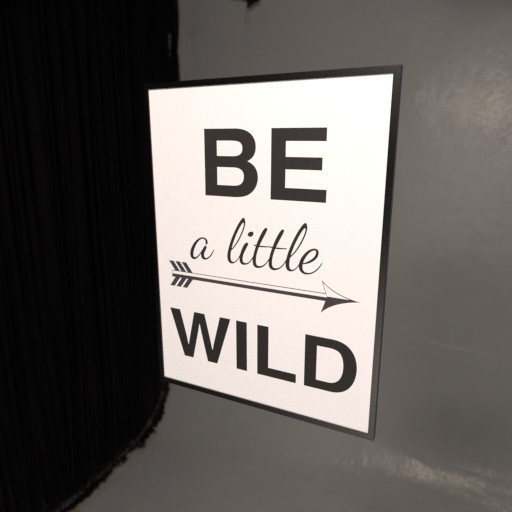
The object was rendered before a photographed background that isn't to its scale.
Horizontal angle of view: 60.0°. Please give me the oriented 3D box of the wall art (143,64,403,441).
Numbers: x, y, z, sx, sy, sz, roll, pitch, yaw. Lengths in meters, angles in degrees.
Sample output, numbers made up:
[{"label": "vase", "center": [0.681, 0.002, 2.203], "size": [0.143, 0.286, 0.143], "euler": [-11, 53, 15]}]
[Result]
[{"label": "wall art", "center": [0.000, 0.000, 0.766], "size": [0.442, 0.582, 0.013], "euler": [7, 16, 26]}]
